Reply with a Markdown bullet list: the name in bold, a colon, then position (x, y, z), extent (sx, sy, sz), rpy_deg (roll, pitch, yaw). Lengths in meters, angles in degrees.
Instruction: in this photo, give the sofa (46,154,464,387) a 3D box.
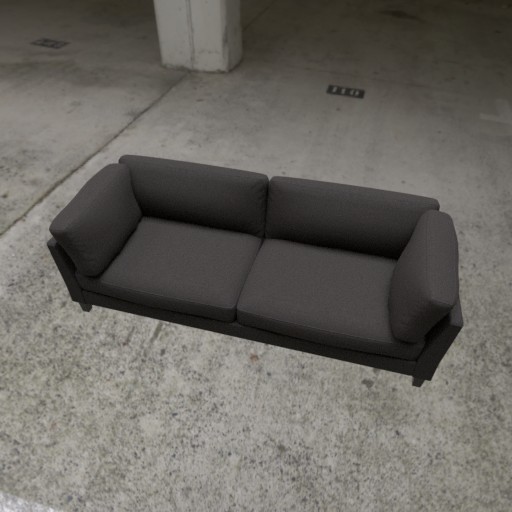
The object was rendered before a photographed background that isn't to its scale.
- **sofa**: position (0.000, 0.000, 2.801), extent (2.312, 0.792, 0.969), rpy_deg (10, 42, 12)
